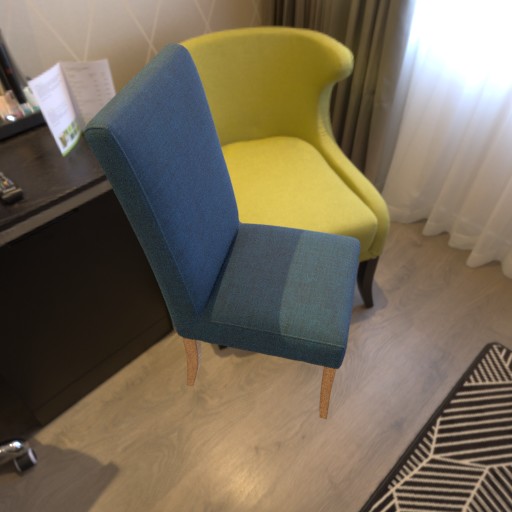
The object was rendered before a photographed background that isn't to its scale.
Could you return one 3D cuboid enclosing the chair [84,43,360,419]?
[{"bbox_3d":[0.000,0.000,1.324,0.610,1.029,0.450,11,47,10],"label":"chair"}]
